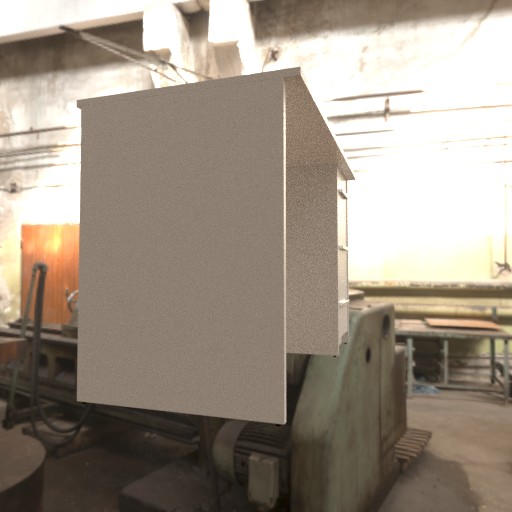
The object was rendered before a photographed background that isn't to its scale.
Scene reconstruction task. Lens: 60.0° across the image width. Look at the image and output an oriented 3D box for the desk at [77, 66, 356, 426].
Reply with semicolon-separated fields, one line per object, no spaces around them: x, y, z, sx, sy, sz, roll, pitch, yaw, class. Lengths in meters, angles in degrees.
0.000;0.000;1.504;0.560;0.735;1.097;-1;-2;19;desk
